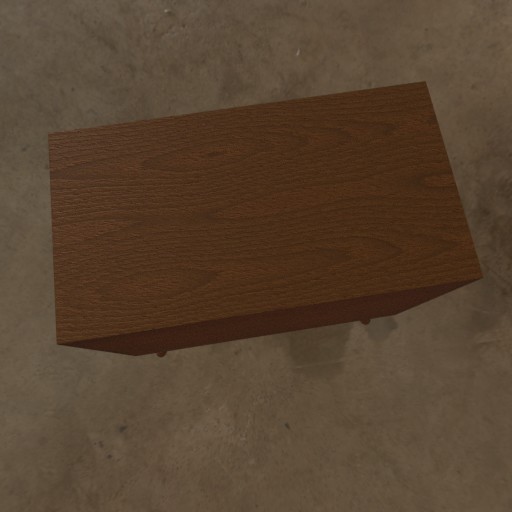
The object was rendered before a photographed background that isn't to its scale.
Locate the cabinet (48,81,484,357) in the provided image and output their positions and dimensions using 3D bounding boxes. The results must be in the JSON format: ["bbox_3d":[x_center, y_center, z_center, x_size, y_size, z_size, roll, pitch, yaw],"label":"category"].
[{"bbox_3d":[0.000,0.000,1.134,0.712,0.748,0.388,-9,75,-2],"label":"cabinet"}]
